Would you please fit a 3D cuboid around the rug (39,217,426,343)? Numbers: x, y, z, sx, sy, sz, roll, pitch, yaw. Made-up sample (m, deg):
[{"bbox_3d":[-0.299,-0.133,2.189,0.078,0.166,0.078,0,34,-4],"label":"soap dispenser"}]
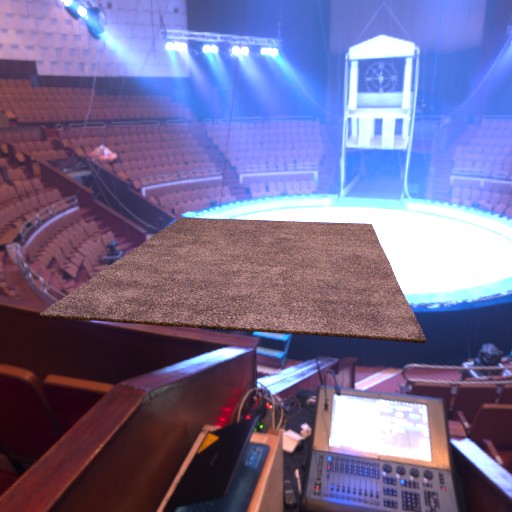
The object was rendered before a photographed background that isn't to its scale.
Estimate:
[{"bbox_3d":[0.000,0.000,4.109,2.401,0.025,3.000,2,17,8],"label":"rug"}]
